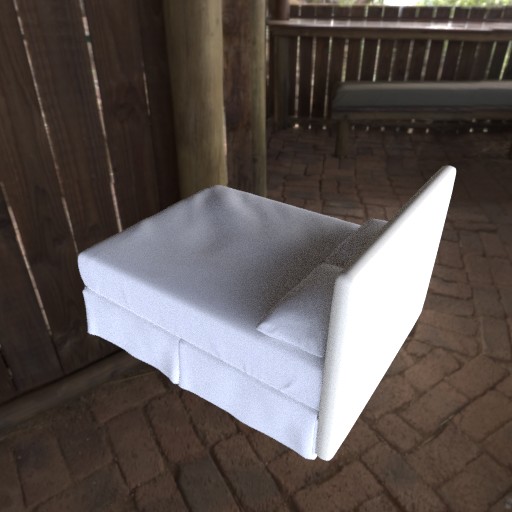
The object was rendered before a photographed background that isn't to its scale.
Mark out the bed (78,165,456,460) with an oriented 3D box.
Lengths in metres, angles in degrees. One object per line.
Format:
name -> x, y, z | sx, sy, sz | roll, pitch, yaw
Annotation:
bed -> 0.000, 0.000, 3.234 | 2.147, 1.330, 1.714 | 20, 37, 29
